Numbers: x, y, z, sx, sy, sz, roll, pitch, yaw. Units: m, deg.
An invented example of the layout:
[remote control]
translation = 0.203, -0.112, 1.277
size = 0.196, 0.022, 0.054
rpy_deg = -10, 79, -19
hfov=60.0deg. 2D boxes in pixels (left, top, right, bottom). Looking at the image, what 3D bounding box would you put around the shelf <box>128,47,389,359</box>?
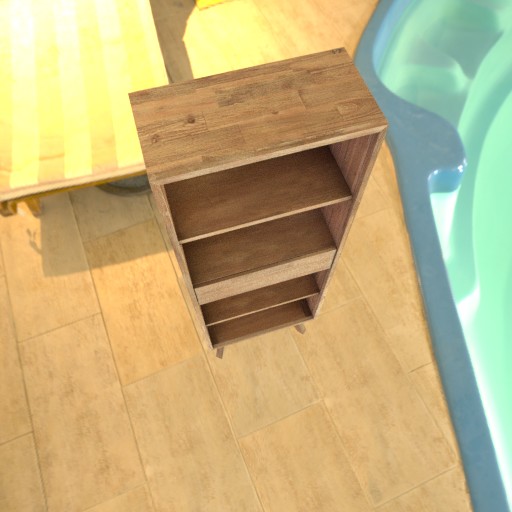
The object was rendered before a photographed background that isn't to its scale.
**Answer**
[shelf]
translation = 0.000, 0.000, 1.512
size = 0.491, 1.342, 0.267
rpy_deg = -15, 64, -8
